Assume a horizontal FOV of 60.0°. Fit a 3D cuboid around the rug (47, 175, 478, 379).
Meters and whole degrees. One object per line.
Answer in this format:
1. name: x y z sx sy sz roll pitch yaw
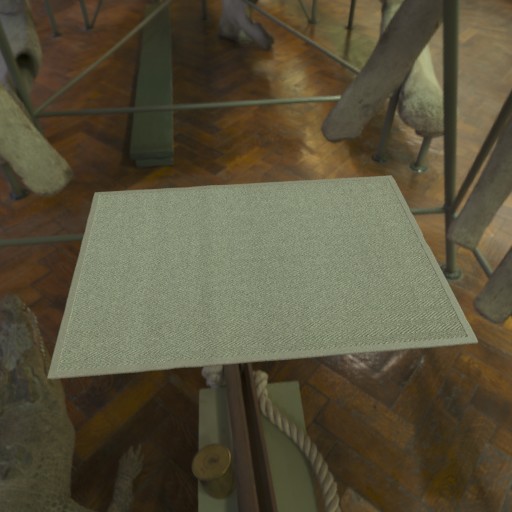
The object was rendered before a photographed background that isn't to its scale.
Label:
1. rug: 0.000 0.000 2.865 2.290 0.021 1.540 -4 46 -4
